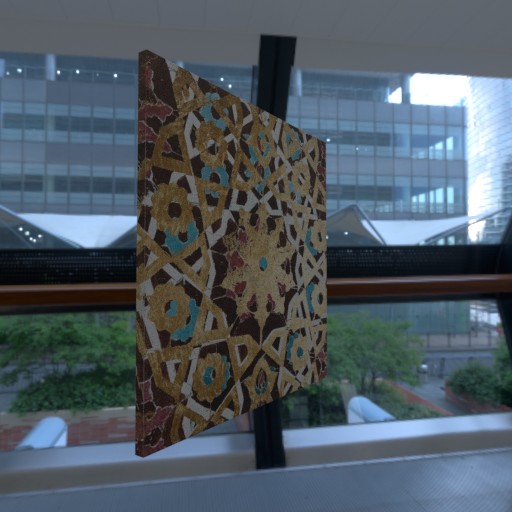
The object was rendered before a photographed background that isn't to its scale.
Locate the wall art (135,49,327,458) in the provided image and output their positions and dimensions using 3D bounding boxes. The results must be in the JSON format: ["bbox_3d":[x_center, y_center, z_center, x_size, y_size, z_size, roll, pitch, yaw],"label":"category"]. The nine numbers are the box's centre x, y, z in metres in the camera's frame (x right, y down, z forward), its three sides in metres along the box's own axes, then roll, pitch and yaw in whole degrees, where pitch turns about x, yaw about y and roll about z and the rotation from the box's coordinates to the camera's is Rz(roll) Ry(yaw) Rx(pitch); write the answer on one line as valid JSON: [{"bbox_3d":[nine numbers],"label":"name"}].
[{"bbox_3d":[0.000,0.000,1.142,0.028,0.762,0.757,-1,-2,35],"label":"wall art"}]
